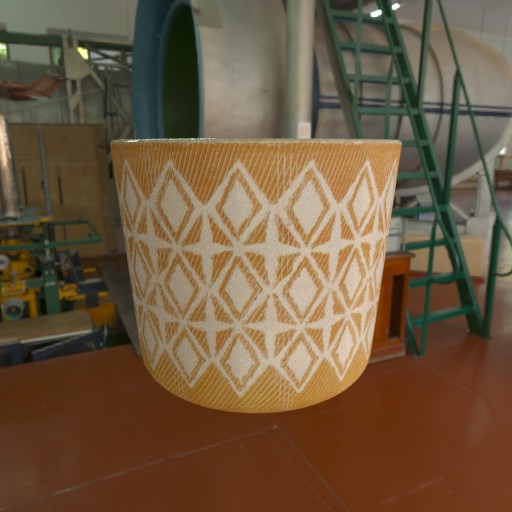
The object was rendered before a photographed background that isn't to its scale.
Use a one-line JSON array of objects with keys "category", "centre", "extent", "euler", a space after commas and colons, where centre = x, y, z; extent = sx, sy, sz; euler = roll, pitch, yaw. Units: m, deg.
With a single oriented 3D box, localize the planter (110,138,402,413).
[{"category": "planter", "centre": [0.000, 0.000, 0.327], "extent": [0.193, 0.165, 0.193], "euler": [0, 14, 0]}]
